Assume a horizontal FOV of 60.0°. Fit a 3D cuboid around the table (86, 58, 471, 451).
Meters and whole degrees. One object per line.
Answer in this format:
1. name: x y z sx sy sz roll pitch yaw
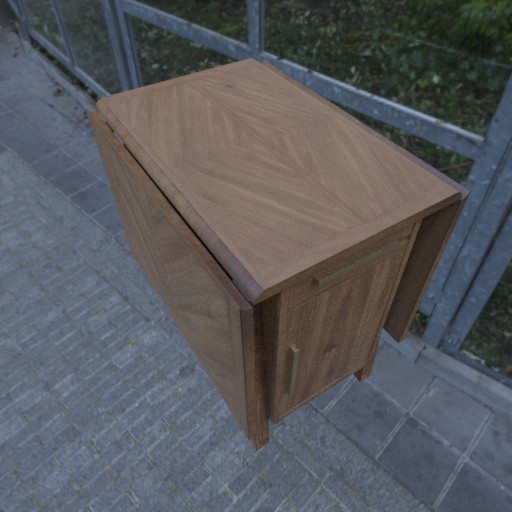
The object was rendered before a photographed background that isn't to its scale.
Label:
1. table: 0.000 0.000 1.635 0.701 0.981 0.967 -25 51 -22
